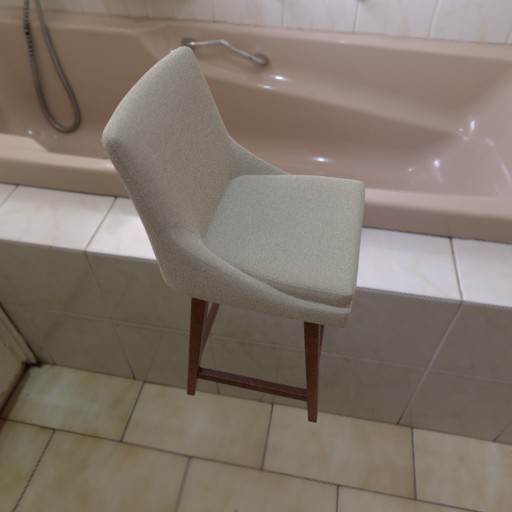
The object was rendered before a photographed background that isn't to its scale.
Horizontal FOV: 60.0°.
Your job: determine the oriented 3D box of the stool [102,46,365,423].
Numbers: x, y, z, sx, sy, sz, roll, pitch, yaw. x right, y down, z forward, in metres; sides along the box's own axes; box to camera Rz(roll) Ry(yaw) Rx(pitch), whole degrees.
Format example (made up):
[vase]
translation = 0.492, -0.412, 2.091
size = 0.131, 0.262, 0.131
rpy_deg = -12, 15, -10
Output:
[stool]
translation = 0.000, 0.000, 1.289
size = 0.559, 0.991, 0.469
rpy_deg = 9, 47, 9
